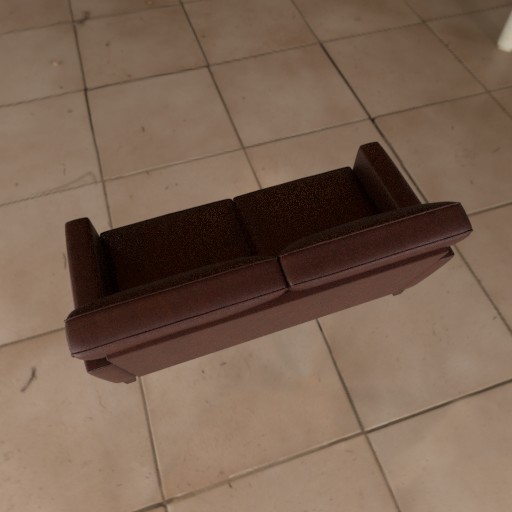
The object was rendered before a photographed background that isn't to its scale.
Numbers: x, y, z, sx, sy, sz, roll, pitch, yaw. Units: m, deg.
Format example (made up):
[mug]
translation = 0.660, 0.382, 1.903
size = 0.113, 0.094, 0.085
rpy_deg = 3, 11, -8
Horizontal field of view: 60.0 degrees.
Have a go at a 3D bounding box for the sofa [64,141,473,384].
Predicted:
[sofa]
translation = 0.000, 0.000, 2.392
size = 1.876, 0.928, 0.912
rpy_deg = -16, 60, -10
